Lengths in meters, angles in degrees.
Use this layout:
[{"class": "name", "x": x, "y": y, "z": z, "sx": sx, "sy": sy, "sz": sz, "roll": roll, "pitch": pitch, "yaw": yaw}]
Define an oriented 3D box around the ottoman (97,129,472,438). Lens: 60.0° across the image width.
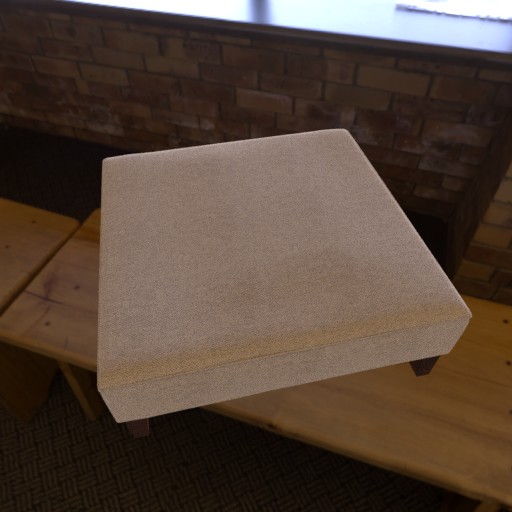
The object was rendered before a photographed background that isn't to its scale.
[{"class": "ottoman", "x": 0.000, "y": 0.000, "z": 1.528, "sx": 0.982, "sy": 0.381, "sz": 0.973, "roll": -9, "pitch": 47, "yaw": -9}]
